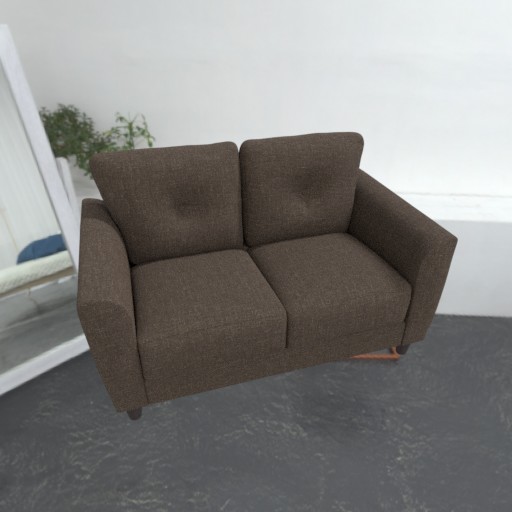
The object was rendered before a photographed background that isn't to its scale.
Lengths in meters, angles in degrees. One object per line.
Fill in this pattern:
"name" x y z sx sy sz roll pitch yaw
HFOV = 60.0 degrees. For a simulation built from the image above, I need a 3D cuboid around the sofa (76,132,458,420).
"sofa" 0.000 0.000 1.971 1.423 0.885 0.851 -9 33 -15
